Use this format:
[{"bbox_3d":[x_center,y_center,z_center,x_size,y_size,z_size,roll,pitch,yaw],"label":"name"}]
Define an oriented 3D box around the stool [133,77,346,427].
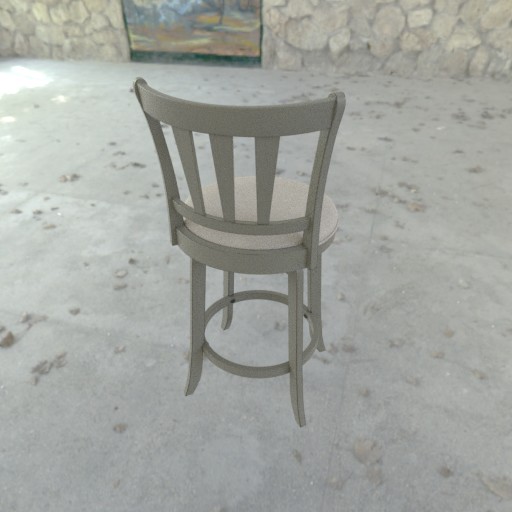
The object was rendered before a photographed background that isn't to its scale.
[{"bbox_3d":[0.000,0.000,1.267,0.450,0.994,0.486,10,34,15],"label":"stool"}]
